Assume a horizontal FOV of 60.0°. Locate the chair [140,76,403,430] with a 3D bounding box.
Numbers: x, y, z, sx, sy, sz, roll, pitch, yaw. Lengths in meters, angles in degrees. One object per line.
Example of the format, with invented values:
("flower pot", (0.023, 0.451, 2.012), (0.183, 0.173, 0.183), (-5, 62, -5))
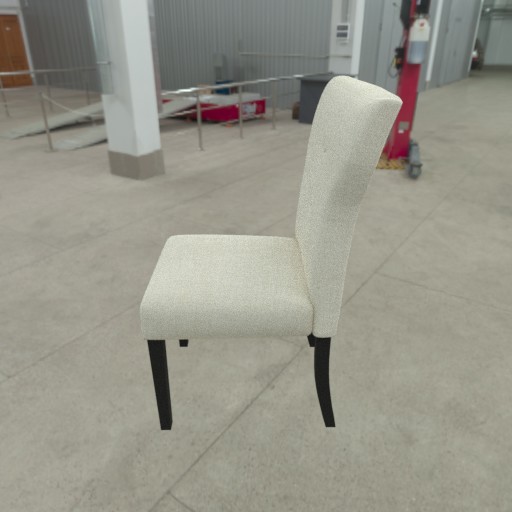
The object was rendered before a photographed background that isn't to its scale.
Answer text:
("chair", (0.000, 0.000, 1.265), (0.597, 0.921, 0.509), (0, 26, -1))
